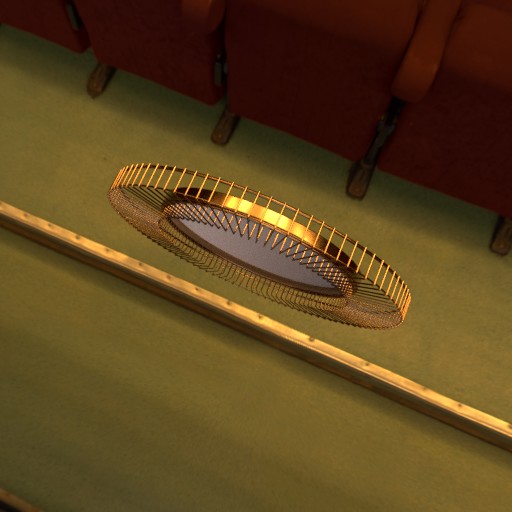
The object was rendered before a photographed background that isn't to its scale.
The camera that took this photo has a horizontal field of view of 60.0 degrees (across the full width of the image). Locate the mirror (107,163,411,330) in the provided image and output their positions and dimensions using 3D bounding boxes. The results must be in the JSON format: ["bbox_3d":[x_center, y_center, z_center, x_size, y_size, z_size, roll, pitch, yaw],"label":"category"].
[{"bbox_3d":[0.000,0.000,1.031,0.703,0.703,0.067,22,77,6],"label":"mirror"}]
